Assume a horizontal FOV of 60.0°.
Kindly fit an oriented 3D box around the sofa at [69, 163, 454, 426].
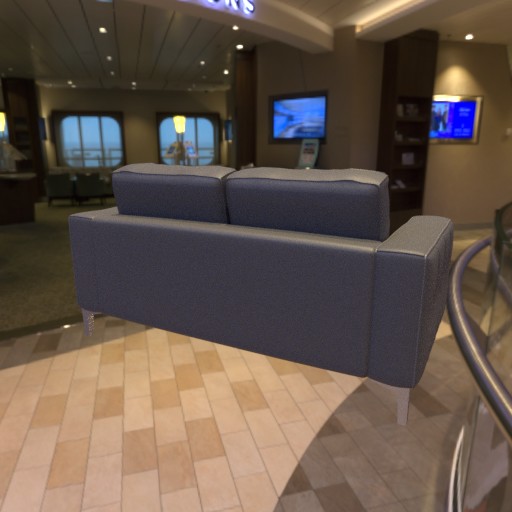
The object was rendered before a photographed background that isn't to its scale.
[{"bbox_3d":[0.000,0.000,2.193,1.726,0.893,0.833,8,16,27],"label":"sofa"}]
